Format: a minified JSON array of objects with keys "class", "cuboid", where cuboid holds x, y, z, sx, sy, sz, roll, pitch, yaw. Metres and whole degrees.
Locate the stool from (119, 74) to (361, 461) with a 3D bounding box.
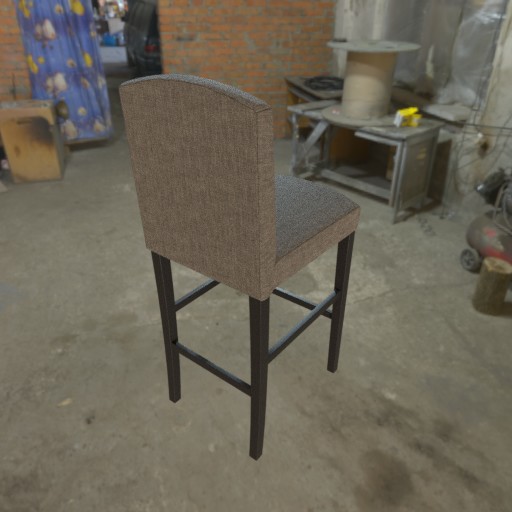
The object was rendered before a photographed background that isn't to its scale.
[{"class":"stool","cuboid":[0.000,0.000,1.421,0.451,1.138,0.552,21,36,32]}]
